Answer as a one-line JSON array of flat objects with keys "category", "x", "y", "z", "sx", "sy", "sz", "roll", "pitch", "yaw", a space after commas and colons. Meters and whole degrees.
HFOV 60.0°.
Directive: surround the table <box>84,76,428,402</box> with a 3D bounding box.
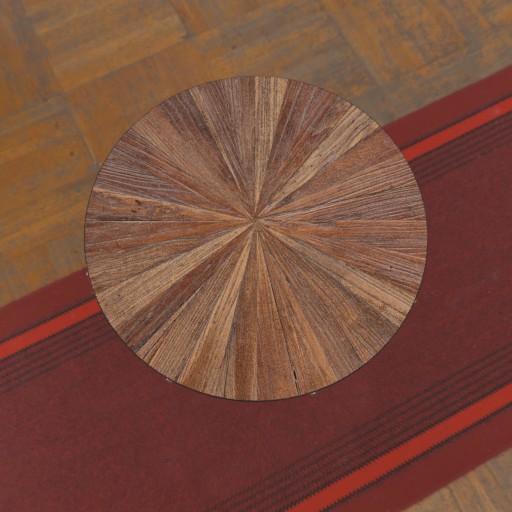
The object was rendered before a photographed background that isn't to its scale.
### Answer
[{"category": "table", "x": 0.000, "y": 0.000, "z": 1.458, "sx": 0.885, "sy": 0.658, "sz": 0.885, "roll": 0, "pitch": 74, "yaw": 0}]
